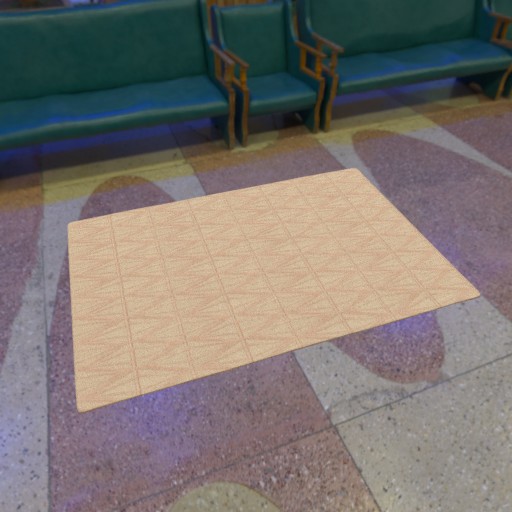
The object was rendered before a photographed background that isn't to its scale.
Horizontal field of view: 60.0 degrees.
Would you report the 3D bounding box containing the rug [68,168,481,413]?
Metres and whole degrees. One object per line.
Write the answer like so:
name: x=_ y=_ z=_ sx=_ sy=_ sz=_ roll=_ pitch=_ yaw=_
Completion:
rug: x=0.000 y=0.000 z=2.992 sx=2.390 sy=0.015 sz=1.609 roll=-13 pitch=44 yaw=-14
